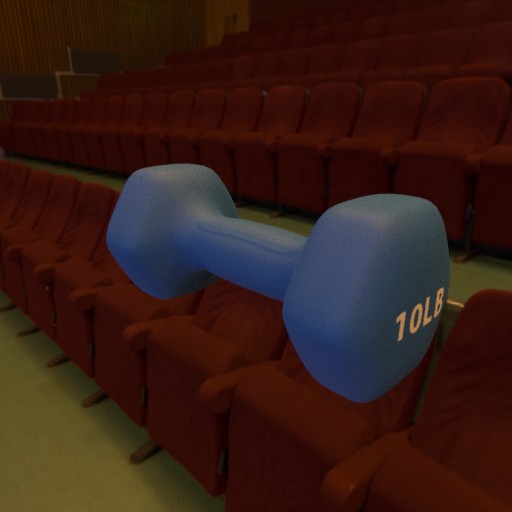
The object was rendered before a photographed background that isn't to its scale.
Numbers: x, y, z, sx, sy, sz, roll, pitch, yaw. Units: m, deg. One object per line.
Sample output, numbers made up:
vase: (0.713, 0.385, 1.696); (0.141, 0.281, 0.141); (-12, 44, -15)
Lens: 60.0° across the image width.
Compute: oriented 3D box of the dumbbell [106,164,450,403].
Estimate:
dumbbell: (0.000, 0.000, 0.267); (0.103, 0.093, 0.212); (-17, 25, -41)
